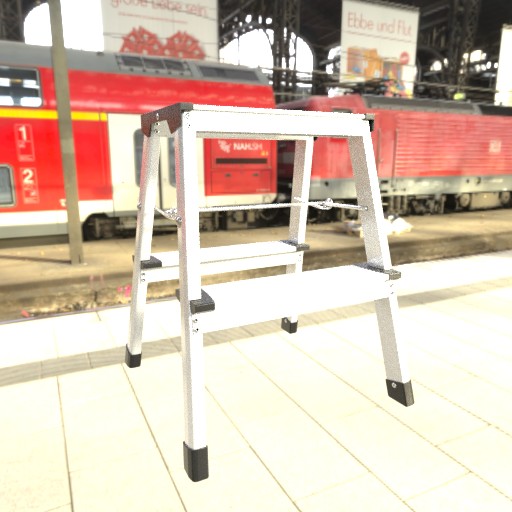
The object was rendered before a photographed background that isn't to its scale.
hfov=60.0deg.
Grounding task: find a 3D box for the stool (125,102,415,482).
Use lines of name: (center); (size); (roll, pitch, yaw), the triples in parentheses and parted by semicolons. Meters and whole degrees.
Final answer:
stool: (0.000, 0.000, 0.784); (0.404, 0.480, 0.405); (-7, 14, -28)
